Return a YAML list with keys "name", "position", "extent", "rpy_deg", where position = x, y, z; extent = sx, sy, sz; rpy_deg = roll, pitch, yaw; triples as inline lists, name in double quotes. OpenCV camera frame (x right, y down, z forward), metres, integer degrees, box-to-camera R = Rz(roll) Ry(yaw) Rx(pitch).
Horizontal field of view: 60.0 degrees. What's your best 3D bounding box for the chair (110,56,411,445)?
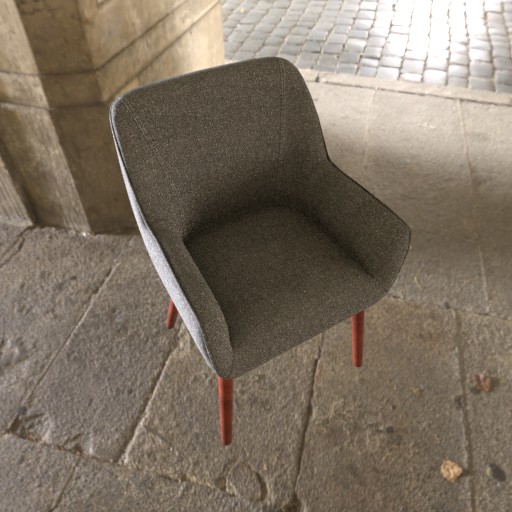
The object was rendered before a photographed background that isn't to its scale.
- name: "chair"
  position: [0.000, 0.000, 1.161]
  extent: [0.543, 0.803, 0.519]
  rpy_deg: [-23, 50, -21]
